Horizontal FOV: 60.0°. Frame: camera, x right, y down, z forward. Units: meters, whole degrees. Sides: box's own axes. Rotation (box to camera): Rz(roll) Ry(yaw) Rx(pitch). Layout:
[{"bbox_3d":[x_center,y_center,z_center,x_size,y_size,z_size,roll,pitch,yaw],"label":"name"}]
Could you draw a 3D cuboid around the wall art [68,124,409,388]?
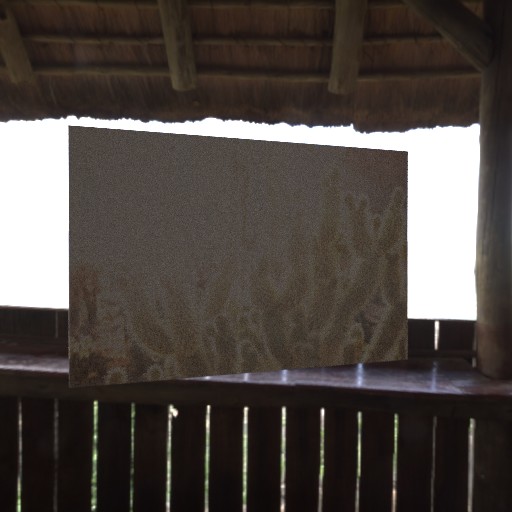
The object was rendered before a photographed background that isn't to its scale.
[{"bbox_3d":[0.000,0.000,1.173,0.916,0.608,0.040,0,1,-17],"label":"wall art"}]
